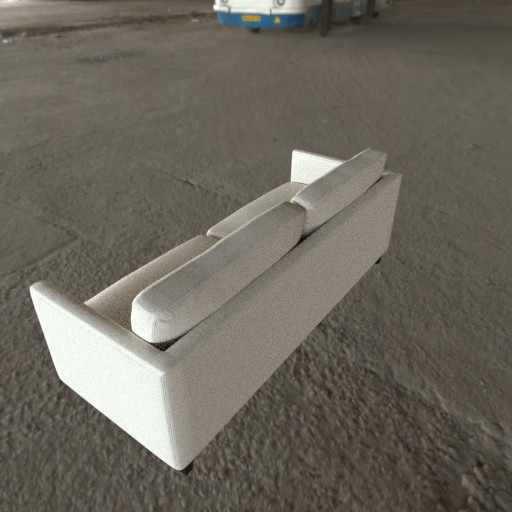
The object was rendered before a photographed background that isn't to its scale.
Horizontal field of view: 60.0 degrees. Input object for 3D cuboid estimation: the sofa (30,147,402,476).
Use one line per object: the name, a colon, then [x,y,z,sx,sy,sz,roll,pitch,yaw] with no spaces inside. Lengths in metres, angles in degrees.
sofa: [0.000,0.000,2.824,0.948,0.965,2.434,22,39,30]
